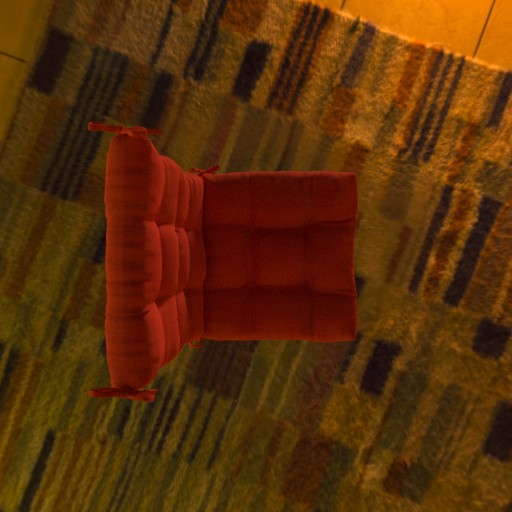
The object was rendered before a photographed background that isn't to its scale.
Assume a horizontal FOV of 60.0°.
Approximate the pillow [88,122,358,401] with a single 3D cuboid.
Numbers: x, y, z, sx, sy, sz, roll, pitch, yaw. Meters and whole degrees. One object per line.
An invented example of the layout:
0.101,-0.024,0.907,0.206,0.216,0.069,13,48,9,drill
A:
0.000,0.000,1.032,0.571,0.605,0.519,0,91,1,pillow
